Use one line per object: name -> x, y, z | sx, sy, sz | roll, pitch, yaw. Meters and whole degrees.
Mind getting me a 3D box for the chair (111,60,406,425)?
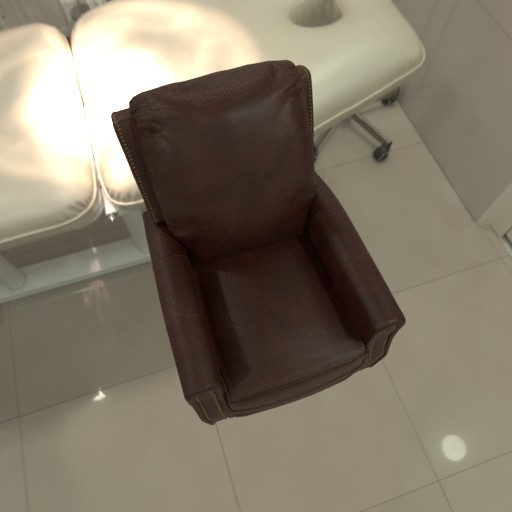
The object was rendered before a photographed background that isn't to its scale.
chair -> 0.000, 0.000, 1.790 | 0.826, 1.022, 1.089 | -17, 65, -8
